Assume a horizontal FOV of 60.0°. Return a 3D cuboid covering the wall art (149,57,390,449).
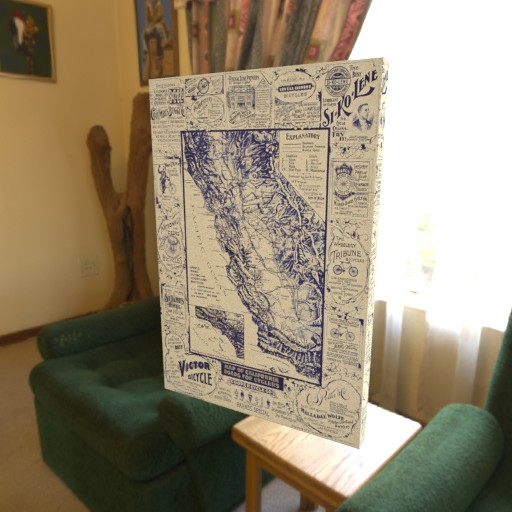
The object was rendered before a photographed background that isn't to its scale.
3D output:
[{"bbox_3d":[0.000,0.000,0.771,0.408,0.601,0.040,7,15,27],"label":"wall art"}]
